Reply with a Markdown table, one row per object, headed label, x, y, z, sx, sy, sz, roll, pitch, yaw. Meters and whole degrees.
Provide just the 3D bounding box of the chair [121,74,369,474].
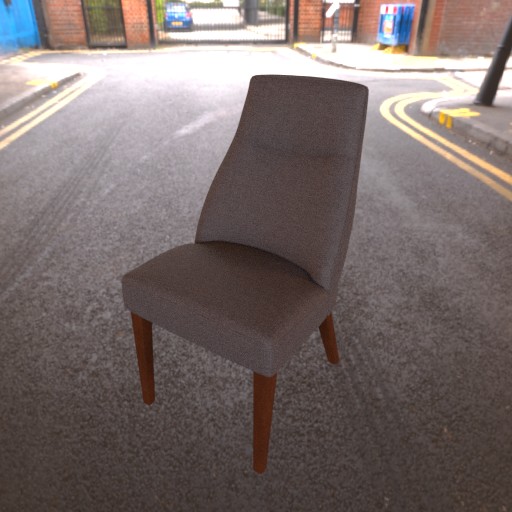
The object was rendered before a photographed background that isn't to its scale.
| label | x | y | z | sx | sy | sz | roll | pitch | yaw |
| --- | --- | --- | --- | --- | --- | --- | --- | --- | --- |
| chair | 0.000 | 0.000 | 1.302 | 0.500 | 0.930 | 0.620 | 18 | 34 | 29 |
